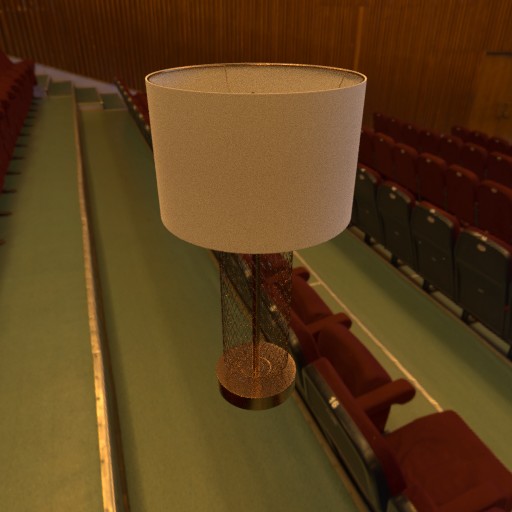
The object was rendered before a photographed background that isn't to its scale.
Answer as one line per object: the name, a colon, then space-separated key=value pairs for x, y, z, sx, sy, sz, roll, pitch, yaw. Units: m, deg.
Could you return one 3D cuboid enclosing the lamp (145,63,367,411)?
lamp: x=0.000 y=0.000 z=0.634 sx=0.252 sy=0.483 sz=0.252 roll=-11 pitch=31 yaw=-18
